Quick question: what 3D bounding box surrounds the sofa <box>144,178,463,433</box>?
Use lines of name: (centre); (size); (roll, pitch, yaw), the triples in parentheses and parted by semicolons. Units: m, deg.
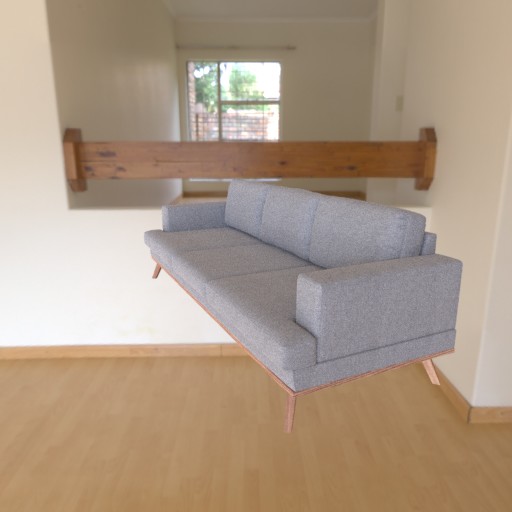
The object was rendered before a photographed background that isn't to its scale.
sofa: (0.000, 0.000, 2.773); (0.920, 0.810, 2.310); (-7, 16, -25)
